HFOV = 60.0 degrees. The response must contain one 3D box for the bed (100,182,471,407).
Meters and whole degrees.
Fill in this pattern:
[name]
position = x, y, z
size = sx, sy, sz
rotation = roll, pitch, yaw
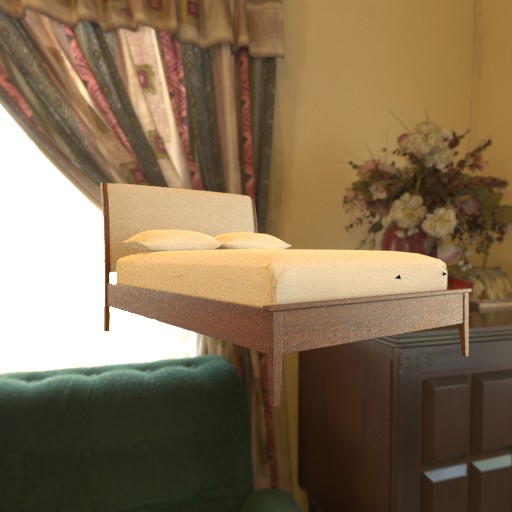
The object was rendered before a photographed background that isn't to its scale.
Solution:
[bed]
position = 0.000, 0.000, 3.268
size = 1.612, 1.250, 2.380
rotation = 0, 0, -36
